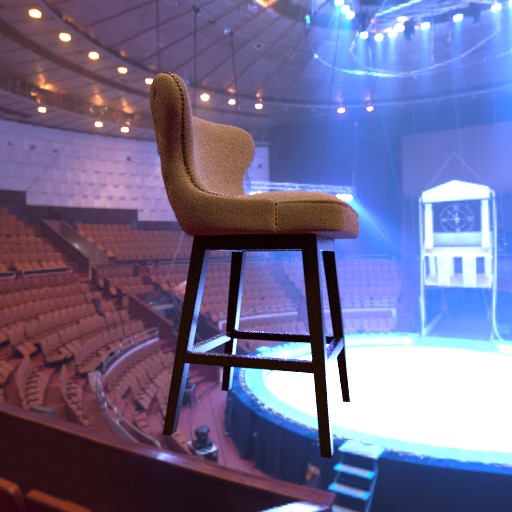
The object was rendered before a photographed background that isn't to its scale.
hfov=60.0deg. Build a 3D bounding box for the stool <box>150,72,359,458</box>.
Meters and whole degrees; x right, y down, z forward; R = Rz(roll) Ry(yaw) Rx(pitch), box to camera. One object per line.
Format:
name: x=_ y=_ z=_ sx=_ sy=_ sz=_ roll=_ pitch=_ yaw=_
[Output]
stool: x=0.000 y=0.000 z=1.358 sx=0.597 sy=0.972 sz=0.615 roll=0 pitch=0 yaw=18
